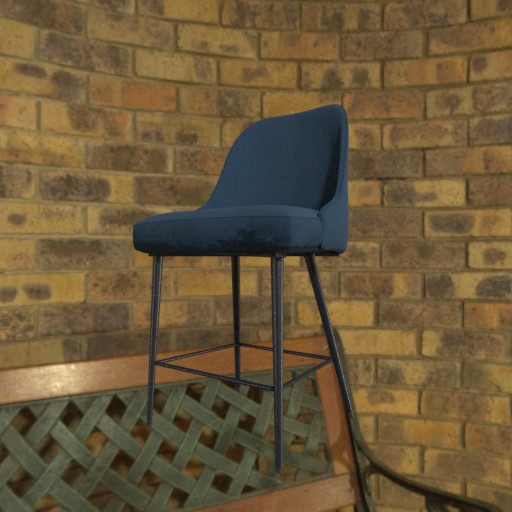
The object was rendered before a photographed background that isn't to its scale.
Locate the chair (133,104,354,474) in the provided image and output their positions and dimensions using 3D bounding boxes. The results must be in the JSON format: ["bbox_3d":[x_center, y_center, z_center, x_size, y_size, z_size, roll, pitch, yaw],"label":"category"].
[{"bbox_3d":[0.000,0.000,1.248,0.526,0.927,0.489,0,1,36],"label":"chair"}]
